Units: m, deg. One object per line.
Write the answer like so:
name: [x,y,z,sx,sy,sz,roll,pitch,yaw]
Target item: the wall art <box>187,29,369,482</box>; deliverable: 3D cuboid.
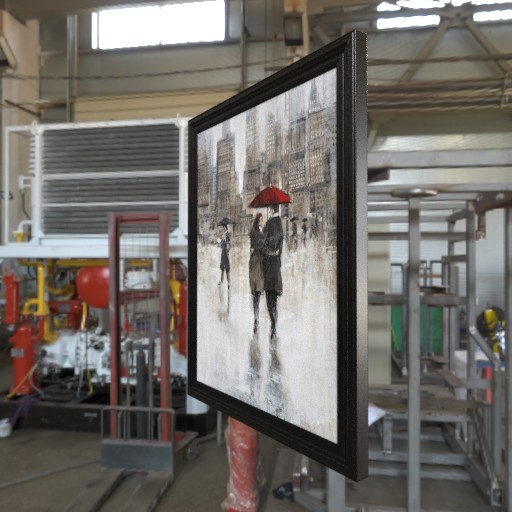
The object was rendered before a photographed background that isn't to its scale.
wall art: [0.000,0.000,1.560,0.053,1.194,0.950,1,-1,-36]
